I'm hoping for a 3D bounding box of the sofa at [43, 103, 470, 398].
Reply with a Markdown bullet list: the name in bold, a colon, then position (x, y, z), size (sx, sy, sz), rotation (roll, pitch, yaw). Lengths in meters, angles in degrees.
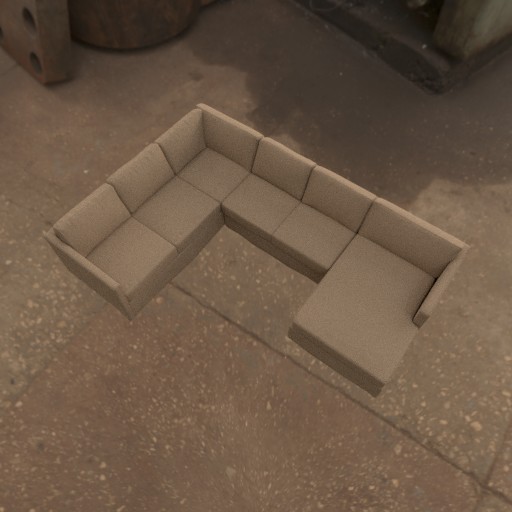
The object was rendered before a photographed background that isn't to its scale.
- **sofa**: position (0.000, 0.000, 4.536), size (3.460, 0.882, 2.427), rotation (33, 64, 18)
